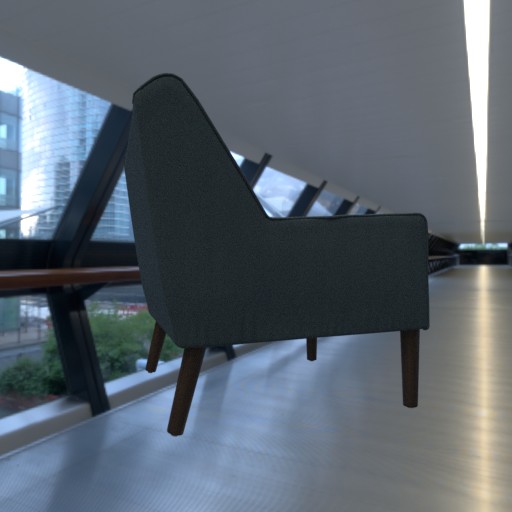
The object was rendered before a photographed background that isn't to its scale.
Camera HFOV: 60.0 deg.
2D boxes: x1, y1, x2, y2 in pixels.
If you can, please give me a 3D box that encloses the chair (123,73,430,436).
[{"bbox_3d":[0.000,0.000,1.306,0.733,0.780,0.663,0,-1,-18],"label":"chair"}]
